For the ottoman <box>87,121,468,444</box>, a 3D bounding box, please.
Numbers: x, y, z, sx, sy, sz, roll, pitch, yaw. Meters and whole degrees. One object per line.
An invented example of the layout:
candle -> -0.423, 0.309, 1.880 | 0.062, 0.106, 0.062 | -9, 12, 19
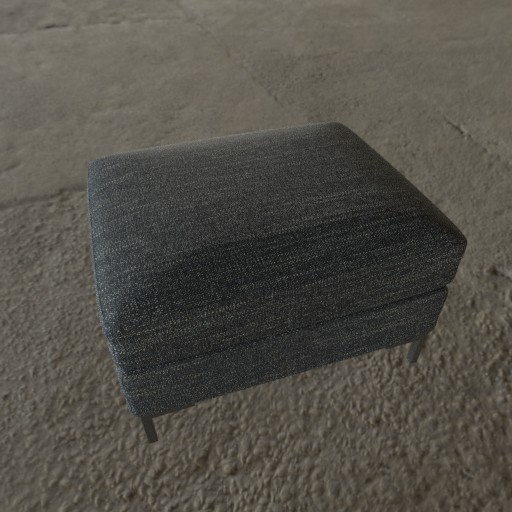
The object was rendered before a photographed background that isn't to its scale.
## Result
ottoman -> 0.000, 0.000, 1.235 | 0.814, 0.491, 0.667 | -12, 43, -14
